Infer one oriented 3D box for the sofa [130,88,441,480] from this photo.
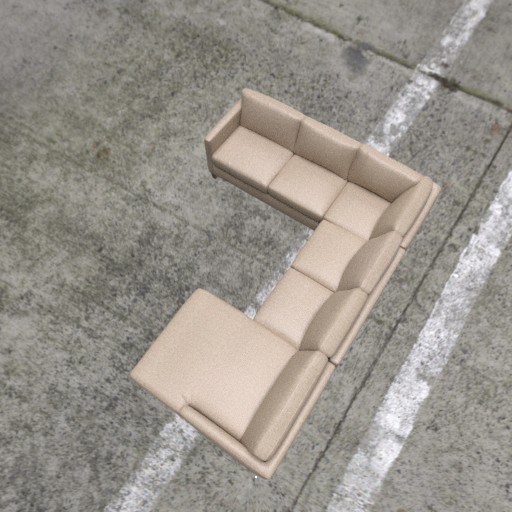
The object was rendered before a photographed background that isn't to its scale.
[{"bbox_3d":[0.000,0.000,4.700,2.594,0.961,3.460,31,68,14],"label":"sofa"}]
